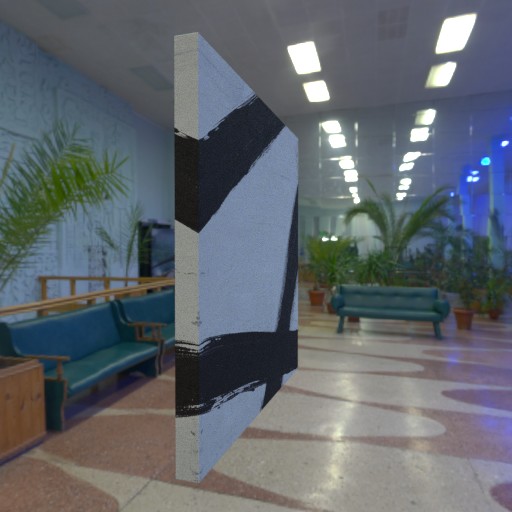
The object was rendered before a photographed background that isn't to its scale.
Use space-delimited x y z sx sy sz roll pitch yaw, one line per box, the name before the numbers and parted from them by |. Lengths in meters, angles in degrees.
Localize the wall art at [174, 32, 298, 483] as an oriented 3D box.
wall art | 0.000 0.000 1.120 0.046 0.765 0.765 0 1 18
